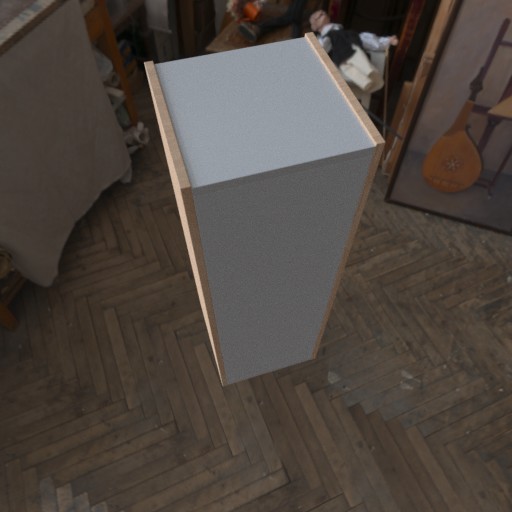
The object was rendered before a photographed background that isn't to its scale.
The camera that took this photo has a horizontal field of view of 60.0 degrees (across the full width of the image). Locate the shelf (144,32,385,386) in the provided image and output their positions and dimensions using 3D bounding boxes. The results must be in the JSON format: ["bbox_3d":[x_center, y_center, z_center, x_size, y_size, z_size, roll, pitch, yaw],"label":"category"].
[{"bbox_3d":[0.000,0.000,1.065,0.300,0.900,0.290,-15,59,-9],"label":"shelf"}]
